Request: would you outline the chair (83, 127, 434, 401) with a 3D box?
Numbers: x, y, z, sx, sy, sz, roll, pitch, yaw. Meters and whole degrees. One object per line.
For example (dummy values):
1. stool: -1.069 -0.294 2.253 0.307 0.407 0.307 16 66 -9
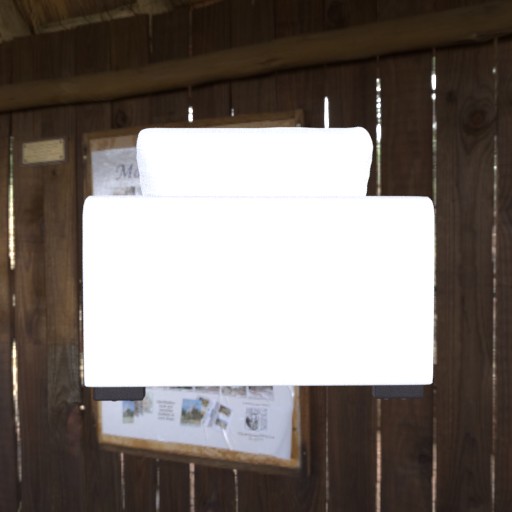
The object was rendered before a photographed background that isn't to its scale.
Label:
1. chair: 0.000 0.000 1.879 1.070 0.876 1.100 0 1 -1
